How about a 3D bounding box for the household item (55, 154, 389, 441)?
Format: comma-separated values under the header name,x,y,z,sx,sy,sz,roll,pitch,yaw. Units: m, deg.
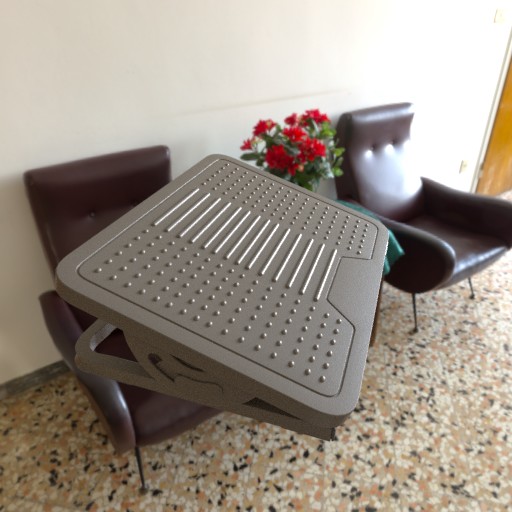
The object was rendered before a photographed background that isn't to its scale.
name,x,y,z,sx,sy,sz,roll,pitch,yaw
household item,0.000,0.000,0.546,0.301,0.126,0.390,10,32,16
